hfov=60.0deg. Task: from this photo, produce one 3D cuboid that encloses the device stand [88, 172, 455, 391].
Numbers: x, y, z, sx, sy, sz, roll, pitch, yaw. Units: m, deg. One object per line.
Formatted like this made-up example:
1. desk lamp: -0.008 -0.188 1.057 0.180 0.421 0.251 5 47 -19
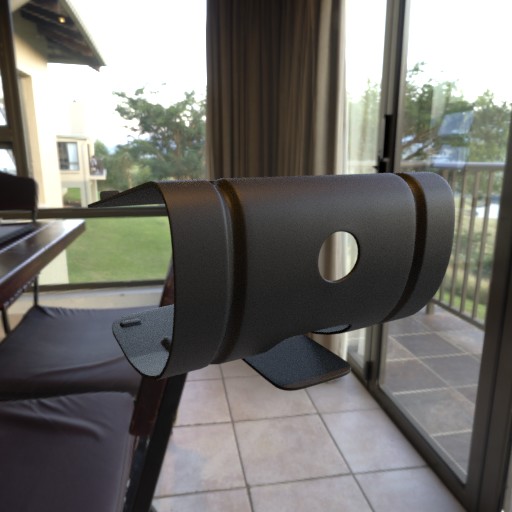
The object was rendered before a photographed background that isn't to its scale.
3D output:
1. device stand: 0.000 0.000 0.409 0.256 0.155 0.236 -7 15 -28
